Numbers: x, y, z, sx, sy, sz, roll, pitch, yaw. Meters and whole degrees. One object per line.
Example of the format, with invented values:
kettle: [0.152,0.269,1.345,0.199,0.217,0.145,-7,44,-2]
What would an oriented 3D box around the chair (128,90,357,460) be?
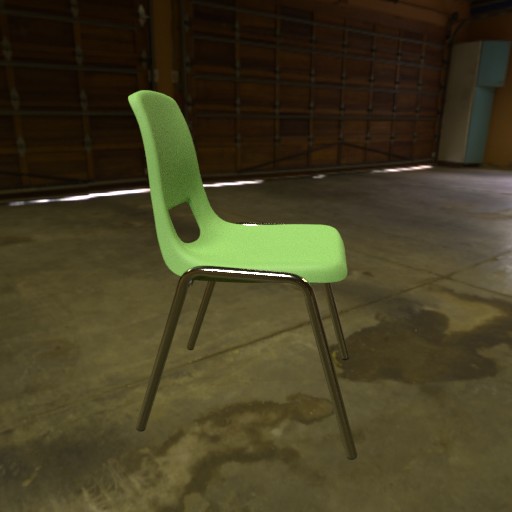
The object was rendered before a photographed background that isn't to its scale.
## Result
chair: [0.000,0.000,0.928,0.436,0.653,0.381,3,17,9]
